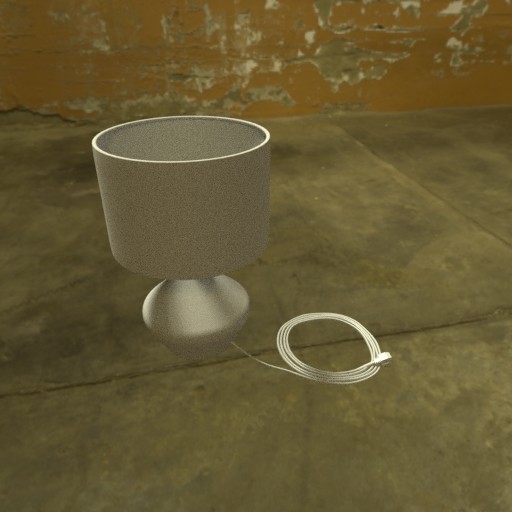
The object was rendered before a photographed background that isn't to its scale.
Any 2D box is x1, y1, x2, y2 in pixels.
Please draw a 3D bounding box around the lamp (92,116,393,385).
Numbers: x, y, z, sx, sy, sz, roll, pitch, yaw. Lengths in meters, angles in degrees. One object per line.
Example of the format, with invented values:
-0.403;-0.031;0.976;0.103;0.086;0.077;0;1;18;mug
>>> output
0.000;0.000;0.865;0.546;0.457;0.401;18;34;28;lamp
